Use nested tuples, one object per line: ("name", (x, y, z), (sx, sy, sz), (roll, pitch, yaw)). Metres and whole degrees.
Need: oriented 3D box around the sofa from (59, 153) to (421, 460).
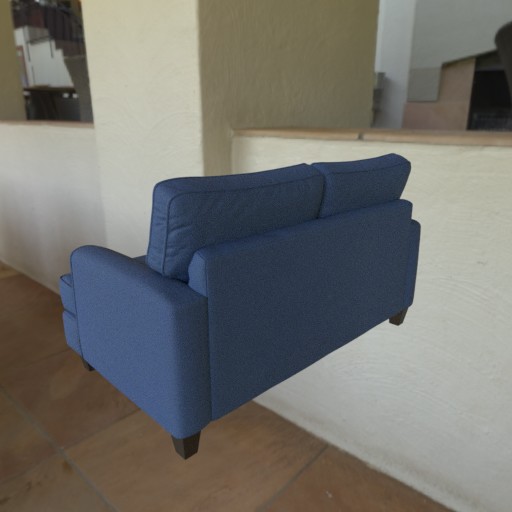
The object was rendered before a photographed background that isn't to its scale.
("sofa", (0.000, 0.000, 2.215), (1.651, 0.965, 0.965), (-16, 24, -42))
